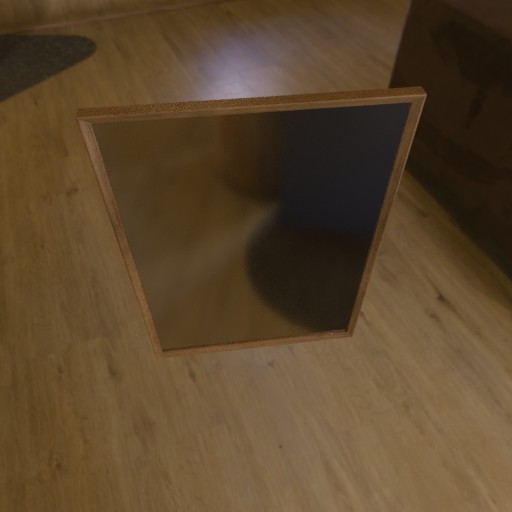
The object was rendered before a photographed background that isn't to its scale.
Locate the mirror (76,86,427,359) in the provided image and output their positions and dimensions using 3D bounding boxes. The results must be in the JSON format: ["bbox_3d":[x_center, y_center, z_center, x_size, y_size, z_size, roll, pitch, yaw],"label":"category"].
[{"bbox_3d":[0.000,0.000,1.346,0.762,1.016,0.041,-5,48,-5],"label":"mirror"}]
